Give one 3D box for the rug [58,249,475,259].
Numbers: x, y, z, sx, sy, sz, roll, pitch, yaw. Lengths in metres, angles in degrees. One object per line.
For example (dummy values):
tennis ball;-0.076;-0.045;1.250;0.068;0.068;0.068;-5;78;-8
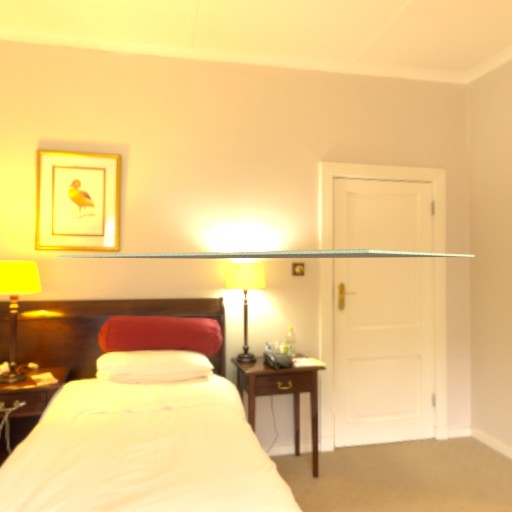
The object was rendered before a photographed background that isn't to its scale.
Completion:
rug;0.000;0.000;3.483;2.746;0.018;1.819;-1;-1;39
